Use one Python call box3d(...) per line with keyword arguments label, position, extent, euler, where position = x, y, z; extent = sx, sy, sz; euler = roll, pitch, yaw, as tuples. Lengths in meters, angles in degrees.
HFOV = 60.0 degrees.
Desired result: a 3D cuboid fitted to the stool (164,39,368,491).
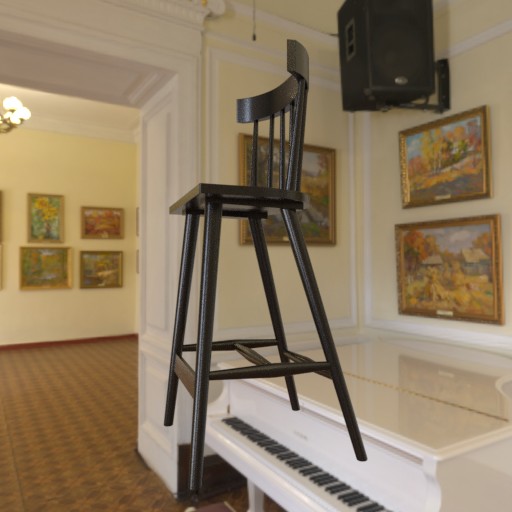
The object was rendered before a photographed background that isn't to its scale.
box3d(label="stool", position=(0.000, 0.000, 1.319), extent=(0.483, 1.092, 0.482), euler=(0, -1, -19))
